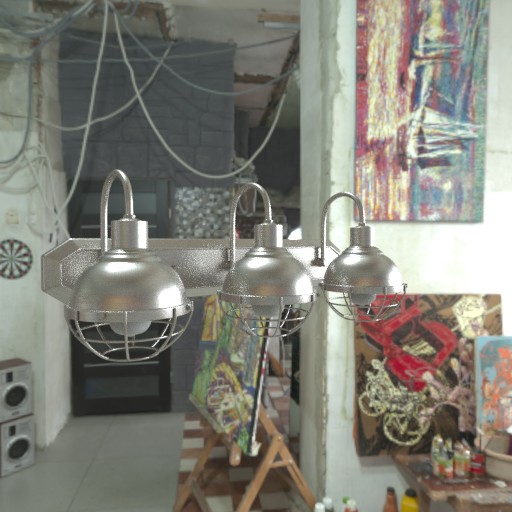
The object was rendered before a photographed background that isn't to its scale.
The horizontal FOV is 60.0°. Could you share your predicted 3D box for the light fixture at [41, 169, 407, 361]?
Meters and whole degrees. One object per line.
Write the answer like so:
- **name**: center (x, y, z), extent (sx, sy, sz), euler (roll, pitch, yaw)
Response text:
- **light fixture**: center (0.000, 0.000, 0.761), extent (0.634, 0.254, 0.229), euler (-1, 2, -37)
